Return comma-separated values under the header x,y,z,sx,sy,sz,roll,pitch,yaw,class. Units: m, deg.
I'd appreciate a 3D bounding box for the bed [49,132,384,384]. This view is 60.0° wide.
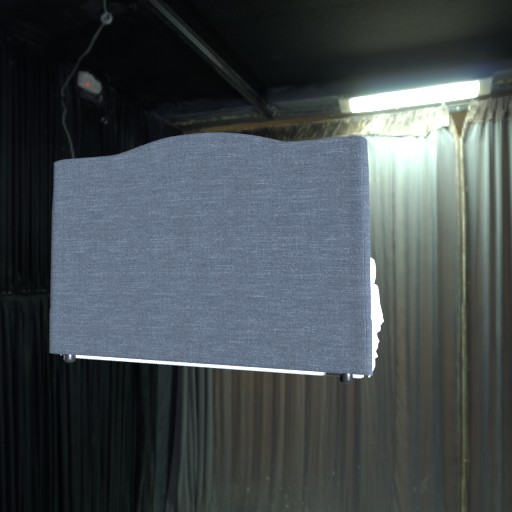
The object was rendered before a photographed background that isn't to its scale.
x,y,z,sx,sy,sz,roll,pitch,yaw,class
0.000,0.000,3.957,2.161,1.457,2.689,0,-1,17,bed
